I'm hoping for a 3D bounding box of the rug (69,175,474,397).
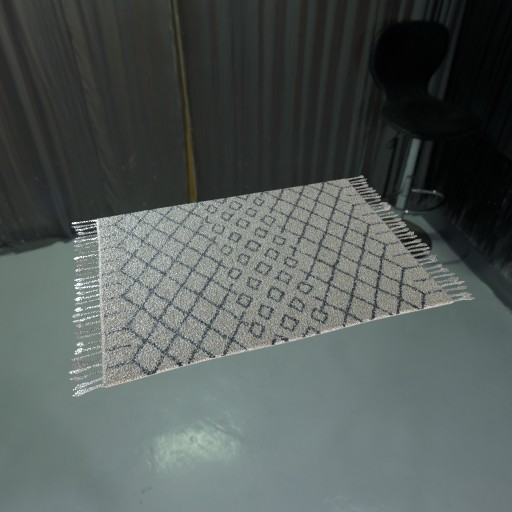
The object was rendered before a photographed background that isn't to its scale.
[{"bbox_3d":[0.000,0.000,3.260,2.615,0.029,1.664,-11,42,-13],"label":"rug"}]
